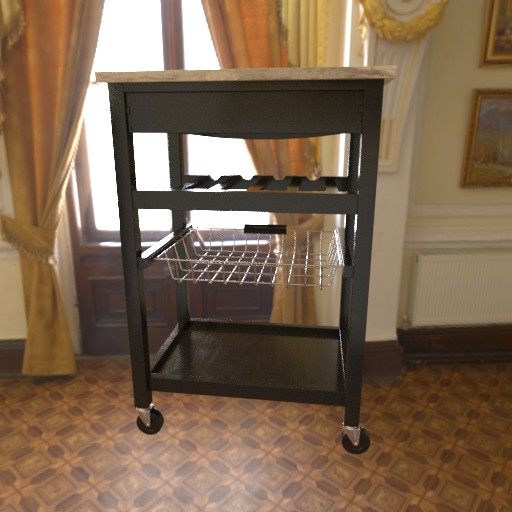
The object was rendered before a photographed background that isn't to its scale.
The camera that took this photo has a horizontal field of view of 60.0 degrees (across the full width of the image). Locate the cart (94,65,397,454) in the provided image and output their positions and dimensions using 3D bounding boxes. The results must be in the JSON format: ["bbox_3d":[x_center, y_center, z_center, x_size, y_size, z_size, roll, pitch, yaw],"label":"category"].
[{"bbox_3d":[0.000,0.000,1.133,0.584,0.839,0.403,2,16,8],"label":"cart"}]
